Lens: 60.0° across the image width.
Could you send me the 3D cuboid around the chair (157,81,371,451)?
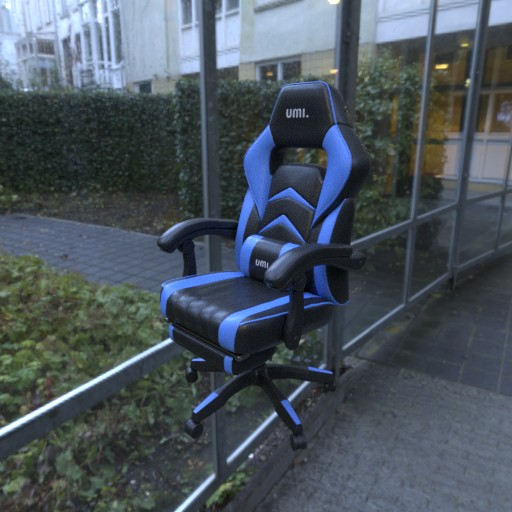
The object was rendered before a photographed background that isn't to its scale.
[{"bbox_3d":[0.000,0.000,1.703,0.700,1.280,0.700,-15,22,-42],"label":"chair"}]
